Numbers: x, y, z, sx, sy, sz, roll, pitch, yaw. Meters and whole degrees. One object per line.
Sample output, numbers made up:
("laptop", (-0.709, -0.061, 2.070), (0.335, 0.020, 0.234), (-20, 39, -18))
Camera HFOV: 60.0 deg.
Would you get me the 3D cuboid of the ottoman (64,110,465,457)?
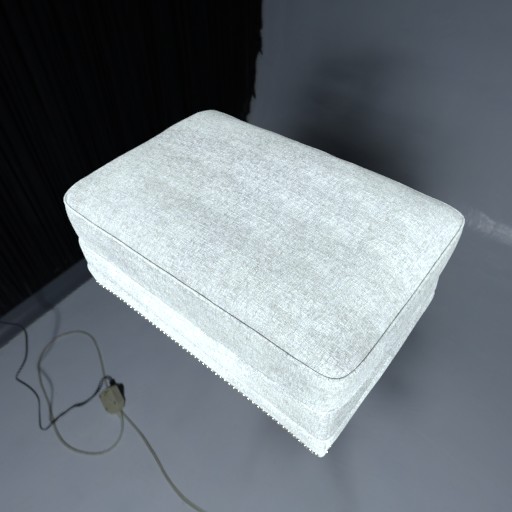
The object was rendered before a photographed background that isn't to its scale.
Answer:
("ottoman", (0.000, 0.000, 1.142), (0.813, 0.457, 0.561), (31, 54, 26))
